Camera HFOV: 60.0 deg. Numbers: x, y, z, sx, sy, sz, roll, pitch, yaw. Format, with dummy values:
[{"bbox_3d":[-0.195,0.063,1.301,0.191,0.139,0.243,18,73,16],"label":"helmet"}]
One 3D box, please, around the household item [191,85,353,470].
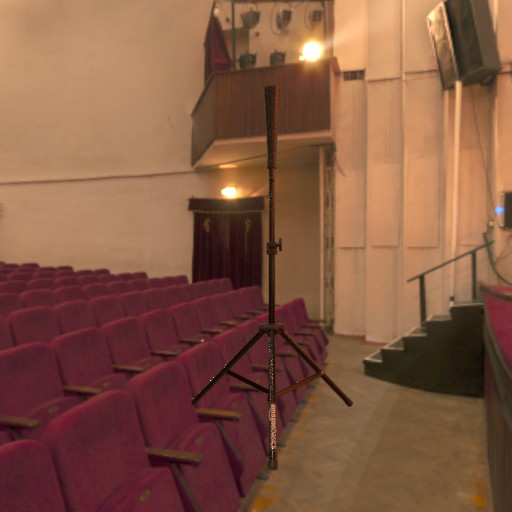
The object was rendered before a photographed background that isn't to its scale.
[{"bbox_3d":[0.000,0.000,1.388,0.559,1.067,0.559,0,0,17],"label":"household item"}]
